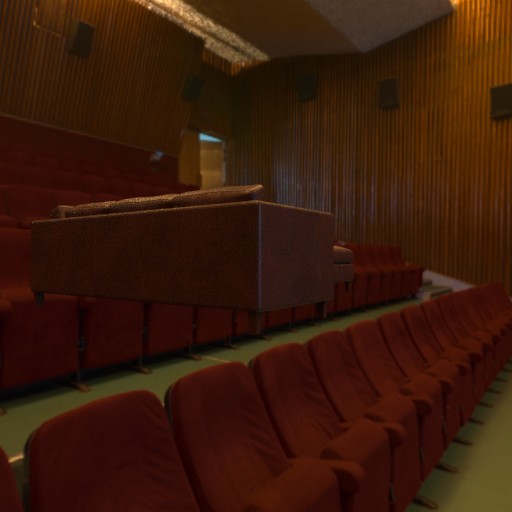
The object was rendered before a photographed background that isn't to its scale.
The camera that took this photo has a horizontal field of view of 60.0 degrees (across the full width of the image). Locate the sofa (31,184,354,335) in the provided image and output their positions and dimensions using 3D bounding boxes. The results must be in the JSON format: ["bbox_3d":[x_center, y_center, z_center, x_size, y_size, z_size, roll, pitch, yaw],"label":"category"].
[{"bbox_3d":[0.000,0.000,4.475,2.452,0.891,3.324,0,0,36],"label":"sofa"}]
